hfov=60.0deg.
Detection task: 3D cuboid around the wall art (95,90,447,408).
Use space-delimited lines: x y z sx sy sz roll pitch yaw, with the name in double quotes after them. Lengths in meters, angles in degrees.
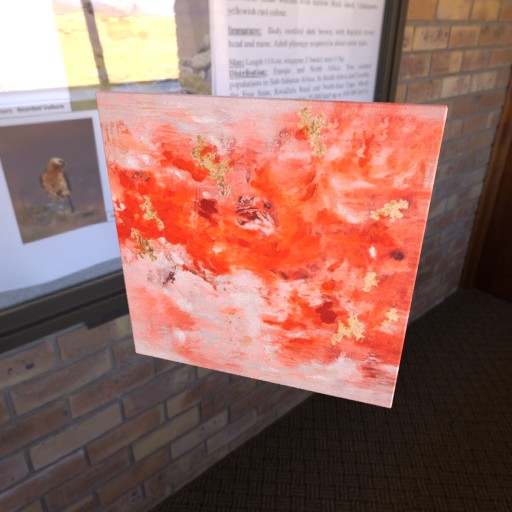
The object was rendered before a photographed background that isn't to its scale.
0.000 0.000 1.289 0.878 0.878 0.066 8 28 15 "wall art"
